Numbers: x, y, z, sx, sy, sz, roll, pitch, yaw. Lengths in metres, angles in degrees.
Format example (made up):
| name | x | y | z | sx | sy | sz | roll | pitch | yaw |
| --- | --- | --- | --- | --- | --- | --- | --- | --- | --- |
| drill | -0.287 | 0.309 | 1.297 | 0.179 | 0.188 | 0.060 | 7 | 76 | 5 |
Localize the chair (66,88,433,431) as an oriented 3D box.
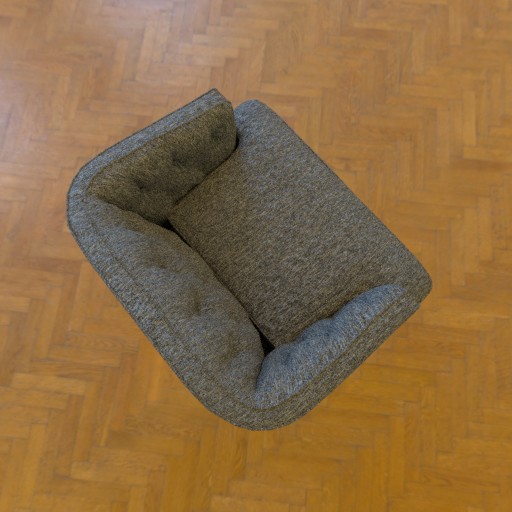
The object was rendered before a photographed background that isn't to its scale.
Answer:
| name | x | y | z | sx | sy | sz | roll | pitch | yaw |
| --- | --- | --- | --- | --- | --- | --- | --- | --- | --- |
| chair | 0.000 | 0.000 | 1.757 | 0.941 | 0.852 | 1.104 | -39 | 79 | -9 |
